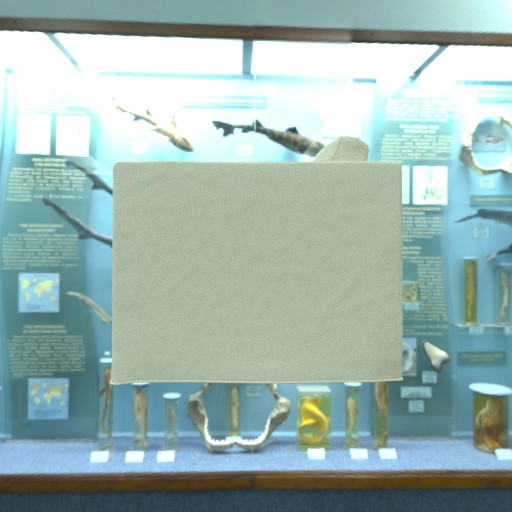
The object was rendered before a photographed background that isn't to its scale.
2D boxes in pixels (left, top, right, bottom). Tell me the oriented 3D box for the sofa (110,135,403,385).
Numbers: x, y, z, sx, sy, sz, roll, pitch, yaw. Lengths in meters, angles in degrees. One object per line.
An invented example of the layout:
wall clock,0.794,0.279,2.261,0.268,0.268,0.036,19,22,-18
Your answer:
sofa,0.000,0.000,2.268,0.962,0.834,1.746,0,-1,0
